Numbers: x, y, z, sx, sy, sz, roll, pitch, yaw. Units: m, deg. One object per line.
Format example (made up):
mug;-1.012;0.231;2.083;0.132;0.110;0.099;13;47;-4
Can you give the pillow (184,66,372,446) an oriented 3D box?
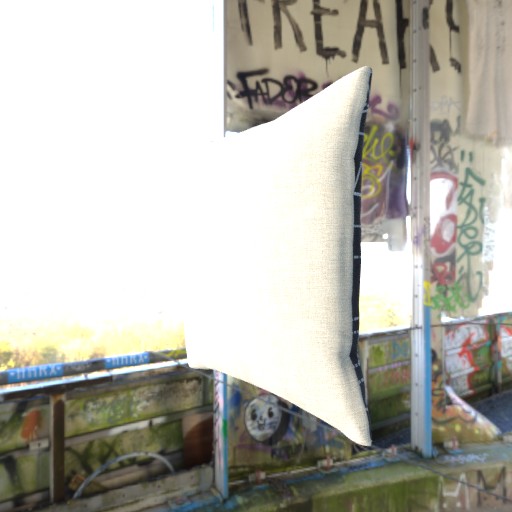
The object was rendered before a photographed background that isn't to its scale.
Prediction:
pillow;0.000;0.000;0.797;0.158;0.508;0.517;0;0;-36
